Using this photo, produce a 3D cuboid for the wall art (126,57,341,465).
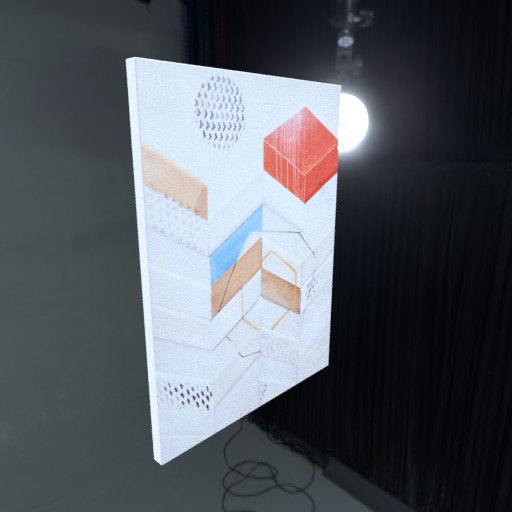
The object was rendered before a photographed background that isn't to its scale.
[{"bbox_3d":[0.000,0.000,1.602,0.046,1.221,0.914,14,21,43],"label":"wall art"}]
